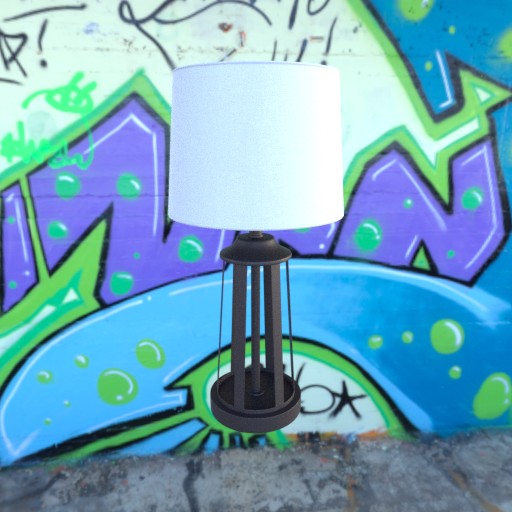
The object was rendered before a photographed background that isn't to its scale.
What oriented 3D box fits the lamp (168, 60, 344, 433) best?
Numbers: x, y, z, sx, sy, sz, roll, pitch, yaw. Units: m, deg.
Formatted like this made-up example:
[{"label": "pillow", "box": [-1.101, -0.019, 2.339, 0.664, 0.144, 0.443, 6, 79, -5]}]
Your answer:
[{"label": "lamp", "box": [0.000, 0.000, 0.663, 0.251, 0.509, 0.251, 0, 16, 0]}]
